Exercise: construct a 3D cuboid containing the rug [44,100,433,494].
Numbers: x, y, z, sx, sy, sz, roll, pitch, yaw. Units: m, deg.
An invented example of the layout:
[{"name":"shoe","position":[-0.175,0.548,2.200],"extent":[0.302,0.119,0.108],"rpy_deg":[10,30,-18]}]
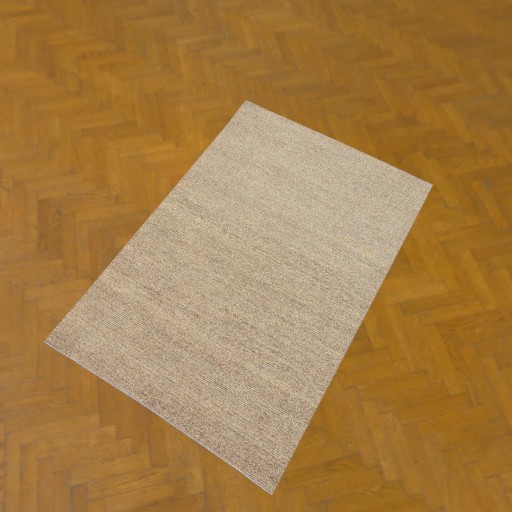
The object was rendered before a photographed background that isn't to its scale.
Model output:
[{"name":"rug","position":[0.000,0.000,2.961],"extent":[1.609,0.030,2.342],"rpy_deg":[29,67,13]}]
